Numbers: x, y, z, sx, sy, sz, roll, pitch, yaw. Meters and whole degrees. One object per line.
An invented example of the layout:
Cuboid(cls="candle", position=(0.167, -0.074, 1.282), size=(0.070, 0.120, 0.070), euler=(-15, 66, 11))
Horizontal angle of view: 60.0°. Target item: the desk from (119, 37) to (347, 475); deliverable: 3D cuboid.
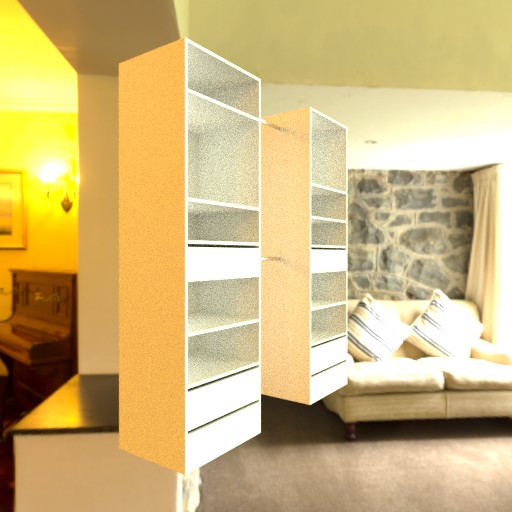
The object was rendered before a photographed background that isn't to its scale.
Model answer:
Cuboid(cls="desk", position=(0.000, 0.000, 2.882), size=(0.480, 2.000, 1.770), euler=(0, 0, 36))
